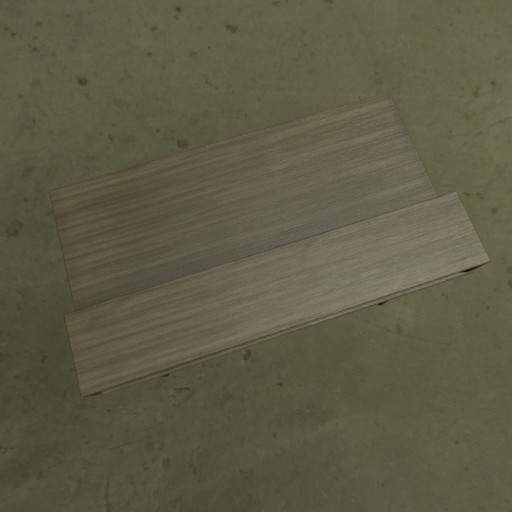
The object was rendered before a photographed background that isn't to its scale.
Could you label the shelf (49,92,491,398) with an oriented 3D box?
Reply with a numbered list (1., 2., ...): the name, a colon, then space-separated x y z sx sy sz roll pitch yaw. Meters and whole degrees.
1. shelf: 0.000 0.000 1.722 1.212 0.865 0.685 -18 75 -5
